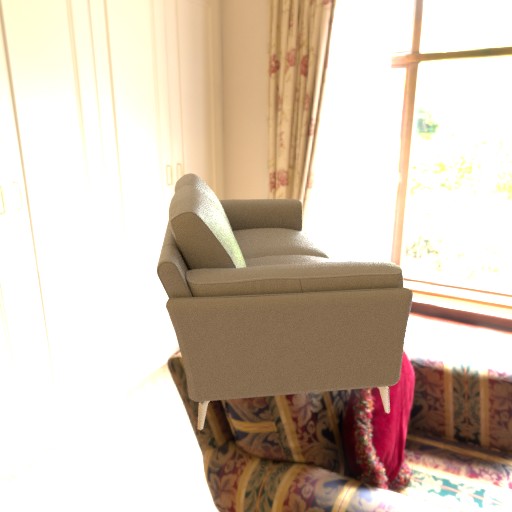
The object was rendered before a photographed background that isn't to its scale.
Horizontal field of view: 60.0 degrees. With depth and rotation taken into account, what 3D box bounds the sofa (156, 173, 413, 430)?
[{"bbox_3d":[0.000,0.000,2.776,1.049,0.930,2.101,-2,16,-8],"label":"sofa"}]
